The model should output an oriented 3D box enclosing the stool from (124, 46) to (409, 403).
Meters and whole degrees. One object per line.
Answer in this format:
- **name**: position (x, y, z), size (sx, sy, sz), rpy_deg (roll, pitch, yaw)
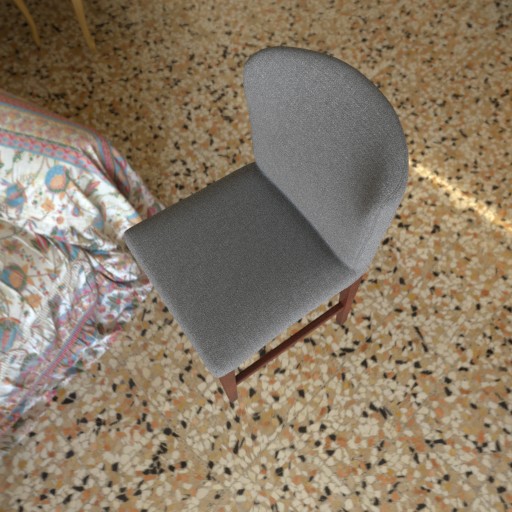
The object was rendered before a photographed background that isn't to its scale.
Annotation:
- **stool**: position (0.000, 0.000, 1.253), size (0.568, 0.968, 0.479), rpy_deg (-32, 67, -15)
